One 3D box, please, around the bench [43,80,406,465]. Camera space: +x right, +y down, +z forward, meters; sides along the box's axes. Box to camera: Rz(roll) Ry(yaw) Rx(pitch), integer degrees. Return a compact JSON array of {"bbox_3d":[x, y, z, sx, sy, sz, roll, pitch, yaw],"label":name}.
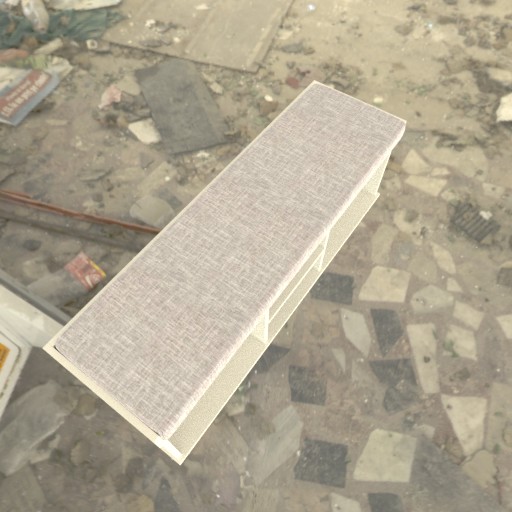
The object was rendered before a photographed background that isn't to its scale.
[{"bbox_3d":[0.000,0.000,1.405,0.363,0.453,1.196,32,63,18],"label":"bench"}]
